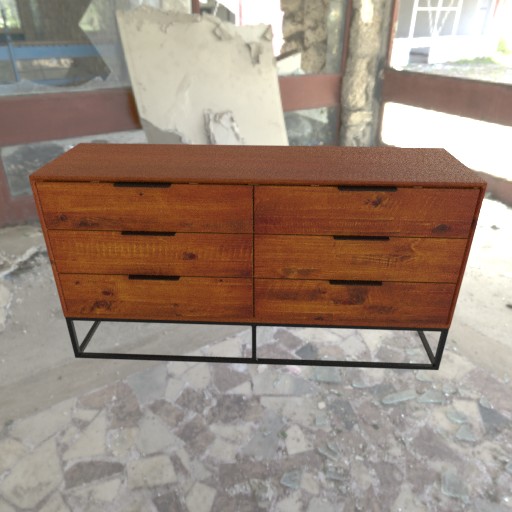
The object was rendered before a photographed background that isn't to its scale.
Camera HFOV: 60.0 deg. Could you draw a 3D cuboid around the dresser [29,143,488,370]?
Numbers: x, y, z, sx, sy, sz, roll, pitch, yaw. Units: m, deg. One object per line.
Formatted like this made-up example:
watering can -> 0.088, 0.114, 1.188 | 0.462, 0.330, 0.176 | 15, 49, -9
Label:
dresser -> 0.000, 0.000, 1.856 | 1.536, 0.810, 0.464 | 1, 29, 2
